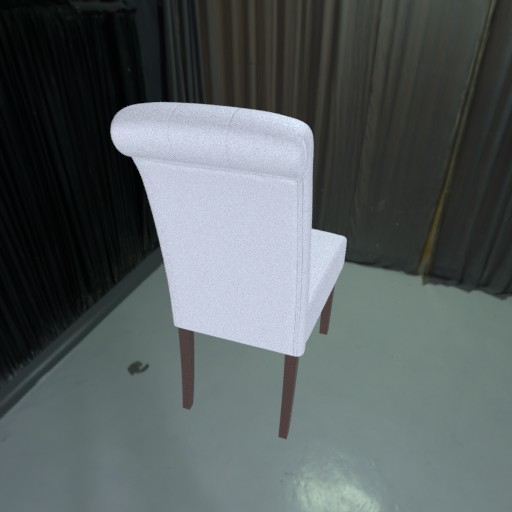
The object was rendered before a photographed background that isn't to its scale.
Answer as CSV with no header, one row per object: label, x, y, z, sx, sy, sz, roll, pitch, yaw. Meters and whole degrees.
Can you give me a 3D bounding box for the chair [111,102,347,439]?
chair,0.000,0.000,1.342,0.456,1.006,0.671,11,34,16
